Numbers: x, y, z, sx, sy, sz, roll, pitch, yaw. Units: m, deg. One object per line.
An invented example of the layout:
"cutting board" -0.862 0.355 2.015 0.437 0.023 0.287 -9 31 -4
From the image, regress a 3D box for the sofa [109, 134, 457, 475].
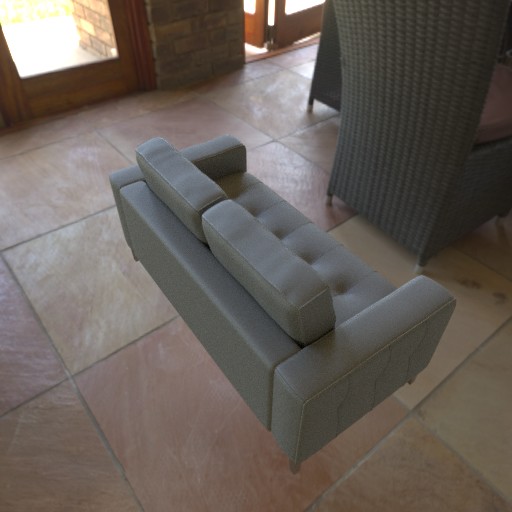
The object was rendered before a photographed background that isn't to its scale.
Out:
"sofa" 0.000 0.000 2.238 0.833 0.893 1.726 -26 49 -25
